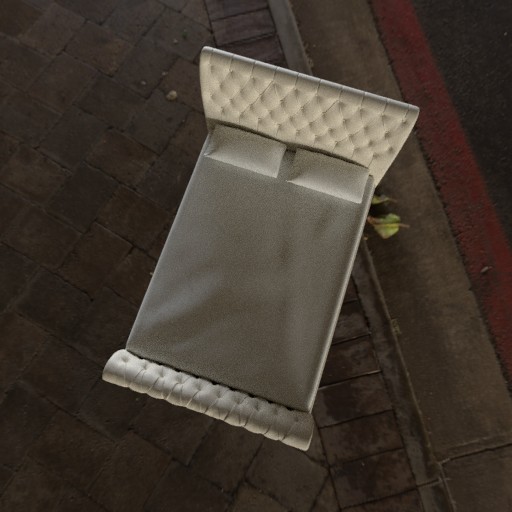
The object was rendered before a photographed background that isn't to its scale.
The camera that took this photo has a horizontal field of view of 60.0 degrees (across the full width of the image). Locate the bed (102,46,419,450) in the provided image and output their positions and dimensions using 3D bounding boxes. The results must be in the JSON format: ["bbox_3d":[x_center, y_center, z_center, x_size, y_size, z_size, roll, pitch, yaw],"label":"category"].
[{"bbox_3d":[0.000,0.000,3.479,1.606,1.268,2.493,18,77,4],"label":"bed"}]
